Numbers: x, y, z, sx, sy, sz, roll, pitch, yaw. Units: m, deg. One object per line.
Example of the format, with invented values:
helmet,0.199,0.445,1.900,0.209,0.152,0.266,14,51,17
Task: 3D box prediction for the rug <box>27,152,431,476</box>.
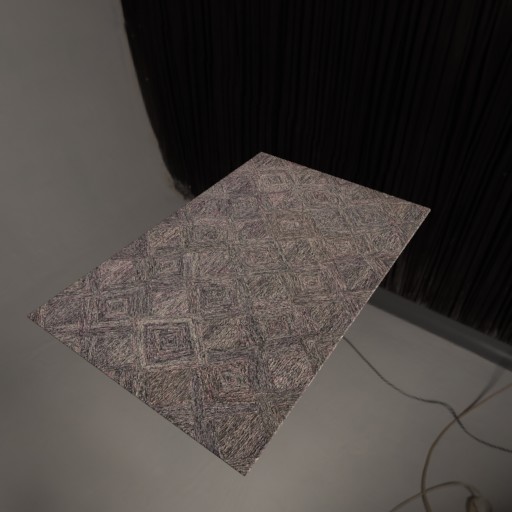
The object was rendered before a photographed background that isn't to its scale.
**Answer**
rug,0.000,0.000,2.847,1.501,0.017,2.298,25,47,26
